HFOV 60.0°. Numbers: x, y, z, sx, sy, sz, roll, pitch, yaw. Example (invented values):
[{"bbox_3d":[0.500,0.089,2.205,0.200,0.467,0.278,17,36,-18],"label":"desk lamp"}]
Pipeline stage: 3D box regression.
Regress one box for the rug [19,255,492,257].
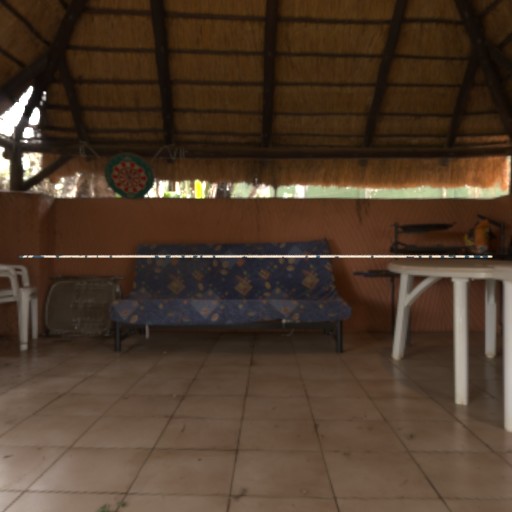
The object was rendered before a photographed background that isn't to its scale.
[{"bbox_3d":[0.000,0.000,2.320,1.828,0.007,1.220,0,0,0],"label":"rug"}]
